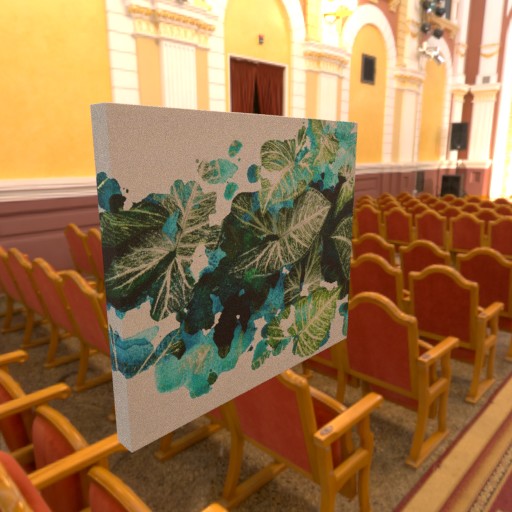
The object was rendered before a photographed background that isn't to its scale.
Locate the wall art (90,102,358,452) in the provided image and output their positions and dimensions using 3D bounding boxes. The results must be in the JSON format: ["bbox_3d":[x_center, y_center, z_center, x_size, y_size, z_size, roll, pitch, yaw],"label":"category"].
[{"bbox_3d":[0.000,0.000,0.718,0.041,0.435,0.507,13,18,43],"label":"wall art"}]
